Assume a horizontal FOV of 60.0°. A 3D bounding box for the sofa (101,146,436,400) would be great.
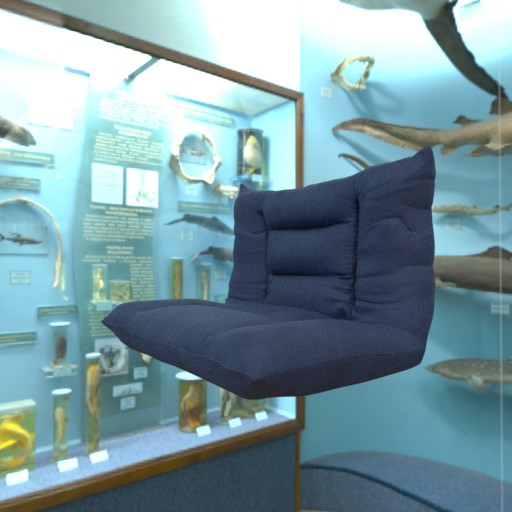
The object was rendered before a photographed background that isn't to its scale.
[{"bbox_3d":[0.000,0.000,1.715,0.849,0.778,1.122,0,-1,-36],"label":"sofa"}]
